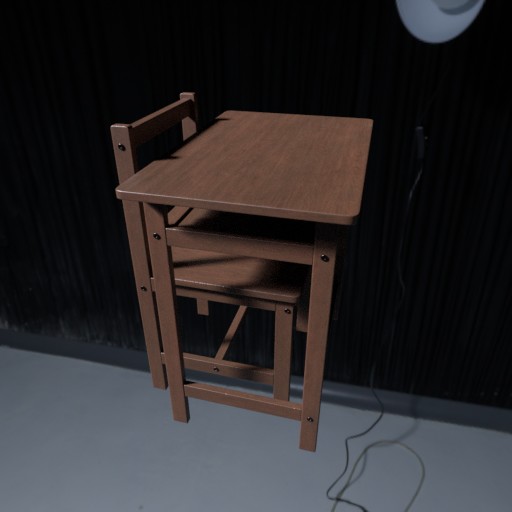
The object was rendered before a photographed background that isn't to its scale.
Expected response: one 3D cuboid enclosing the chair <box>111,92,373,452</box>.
[{"bbox_3d":[0.000,0.000,1.068,0.463,0.673,0.599,8,31,13],"label":"chair"}]
